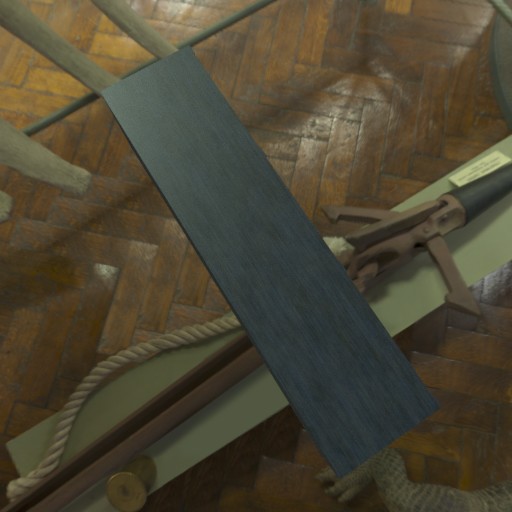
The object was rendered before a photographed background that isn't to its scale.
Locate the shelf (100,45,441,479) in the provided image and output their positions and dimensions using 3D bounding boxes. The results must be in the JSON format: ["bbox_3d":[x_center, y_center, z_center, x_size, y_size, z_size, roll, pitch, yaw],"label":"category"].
[{"bbox_3d":[0.000,0.000,2.166,0.471,0.715,1.878,-31,78,-8],"label":"shelf"}]
